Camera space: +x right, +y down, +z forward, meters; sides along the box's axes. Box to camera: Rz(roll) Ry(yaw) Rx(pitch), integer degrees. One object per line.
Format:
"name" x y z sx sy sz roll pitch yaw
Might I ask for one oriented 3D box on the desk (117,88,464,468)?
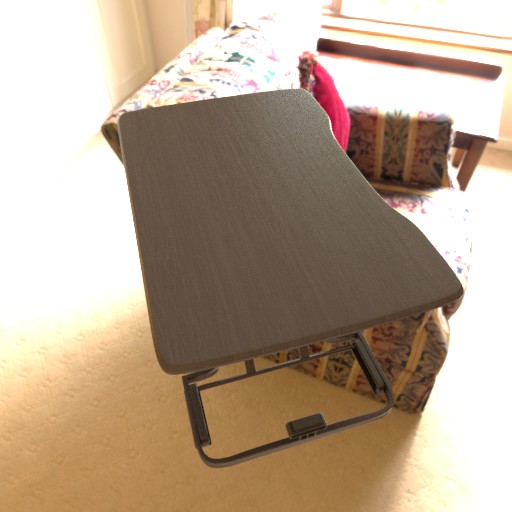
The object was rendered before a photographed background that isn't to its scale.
"desk" 0.000 0.000 1.145 0.546 0.470 0.820 -12 48 -11
